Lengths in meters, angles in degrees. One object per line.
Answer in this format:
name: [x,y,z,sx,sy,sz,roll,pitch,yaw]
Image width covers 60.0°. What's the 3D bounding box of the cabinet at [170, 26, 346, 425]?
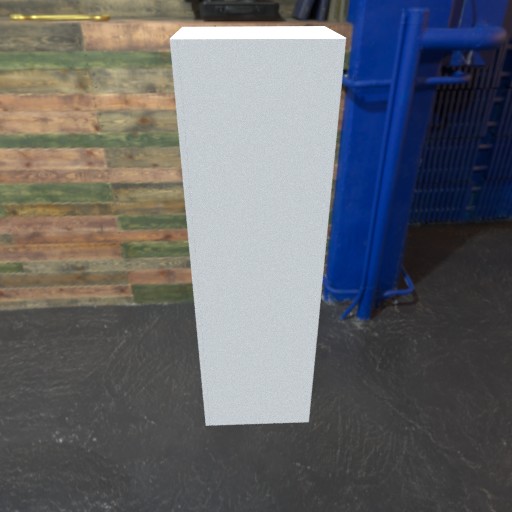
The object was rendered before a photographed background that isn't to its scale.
cabinet: [0.000,0.000,1.489,0.400,1.350,0.300,-1,32,-2]
